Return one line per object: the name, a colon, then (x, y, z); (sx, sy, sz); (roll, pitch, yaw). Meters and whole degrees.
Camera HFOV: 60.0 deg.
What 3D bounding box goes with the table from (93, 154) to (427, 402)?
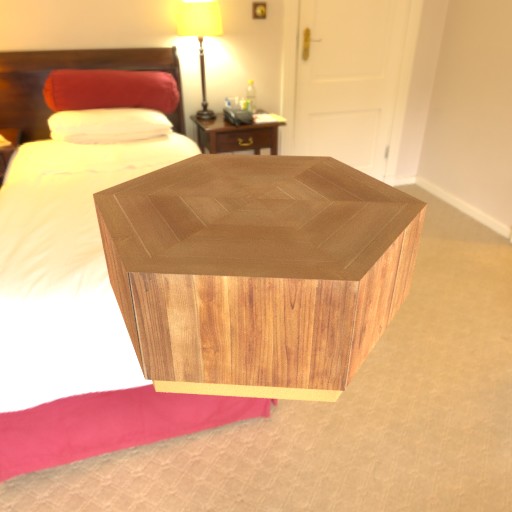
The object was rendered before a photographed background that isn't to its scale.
table: (0.000, 0.000, 1.638); (1.000, 0.456, 1.154); (19, 35, 29)
